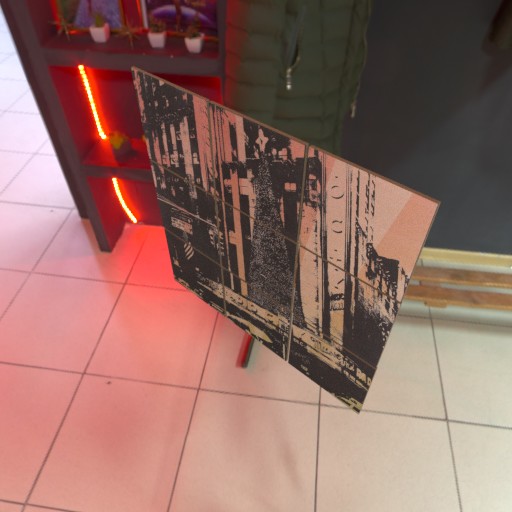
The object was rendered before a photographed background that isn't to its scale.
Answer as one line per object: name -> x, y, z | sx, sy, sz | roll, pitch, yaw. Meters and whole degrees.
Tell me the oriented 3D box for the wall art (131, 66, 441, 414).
wall art -> 0.000, 0.000, 2.280 | 1.527, 1.521, 0.017 | 32, 54, 27
